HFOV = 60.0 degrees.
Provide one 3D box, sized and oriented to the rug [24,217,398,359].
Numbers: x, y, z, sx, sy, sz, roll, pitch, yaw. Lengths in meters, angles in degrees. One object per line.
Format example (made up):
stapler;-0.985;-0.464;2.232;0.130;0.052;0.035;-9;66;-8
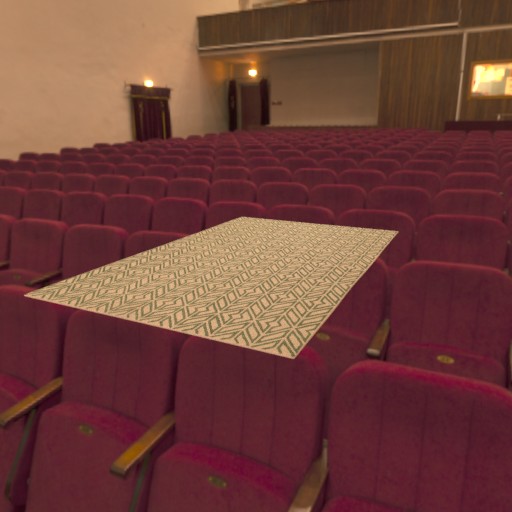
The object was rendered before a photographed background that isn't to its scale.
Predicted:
rug;0.000;0.000;3.051;1.517;0.011;2.435;8;17;25
